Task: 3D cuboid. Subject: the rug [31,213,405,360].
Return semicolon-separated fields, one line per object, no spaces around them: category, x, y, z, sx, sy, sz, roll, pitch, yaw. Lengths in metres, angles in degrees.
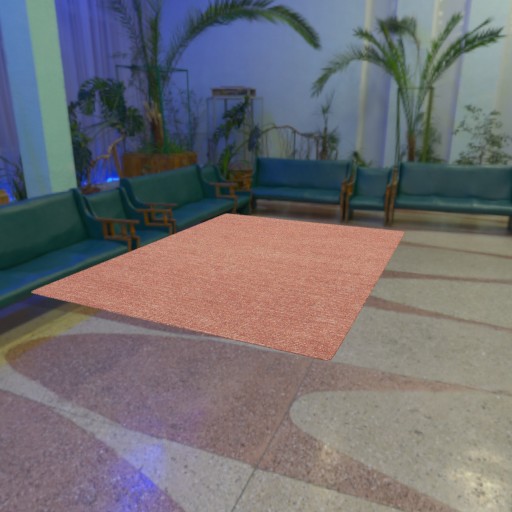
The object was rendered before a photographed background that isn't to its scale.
rug;0.000;0.000;2.868;1.594;0.009;2.112;8;19;24
